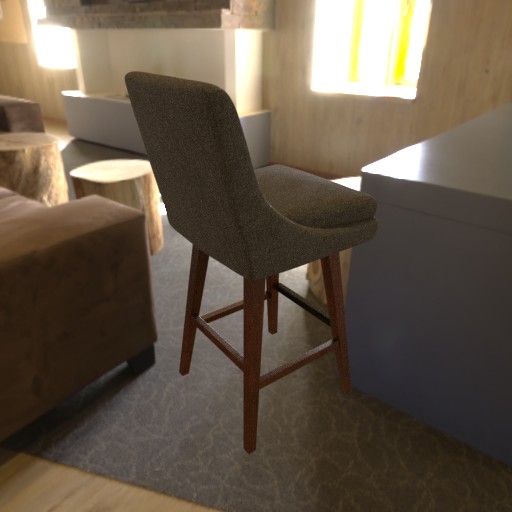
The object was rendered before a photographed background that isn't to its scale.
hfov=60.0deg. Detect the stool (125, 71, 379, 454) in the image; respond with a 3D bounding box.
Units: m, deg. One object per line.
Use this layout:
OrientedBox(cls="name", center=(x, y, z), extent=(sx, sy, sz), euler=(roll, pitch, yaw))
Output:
OrientedBox(cls="stool", center=(0.000, 0.000, 1.379), extent=(0.572, 1.068, 0.489), euler=(-18, 32, -32))
